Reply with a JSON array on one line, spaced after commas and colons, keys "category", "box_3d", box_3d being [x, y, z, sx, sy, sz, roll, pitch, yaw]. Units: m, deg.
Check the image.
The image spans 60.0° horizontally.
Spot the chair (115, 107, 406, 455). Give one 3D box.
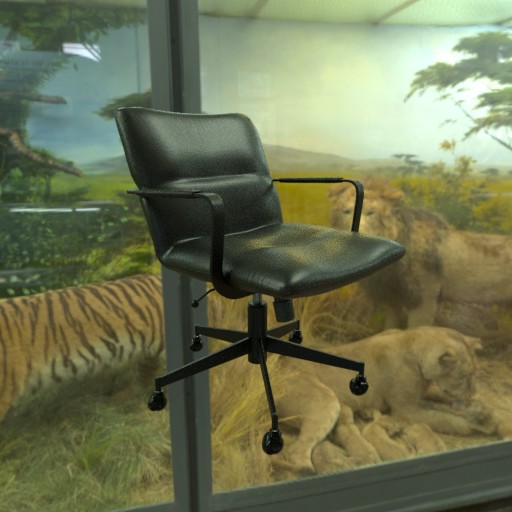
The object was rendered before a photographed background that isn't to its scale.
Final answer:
[{"category": "chair", "box_3d": [0.000, 0.000, 1.420, 0.719, 0.922, 0.748, -14, 20, -42]}]
